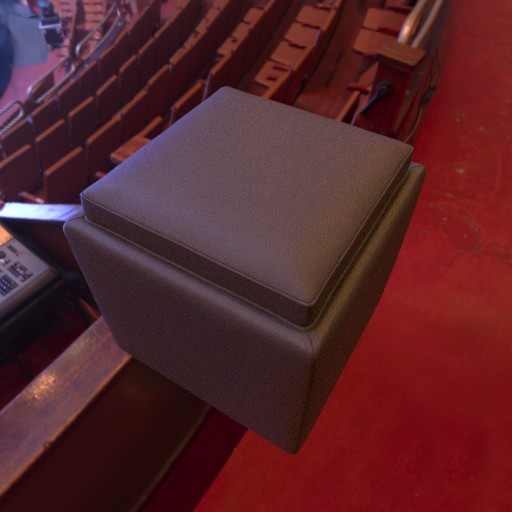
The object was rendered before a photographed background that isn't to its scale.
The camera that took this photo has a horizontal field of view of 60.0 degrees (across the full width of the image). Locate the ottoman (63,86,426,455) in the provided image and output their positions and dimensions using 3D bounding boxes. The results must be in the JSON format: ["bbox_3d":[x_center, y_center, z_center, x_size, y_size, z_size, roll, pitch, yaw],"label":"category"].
[{"bbox_3d":[0.000,0.000,0.838,0.451,0.460,0.450,25,53,20],"label":"ottoman"}]
